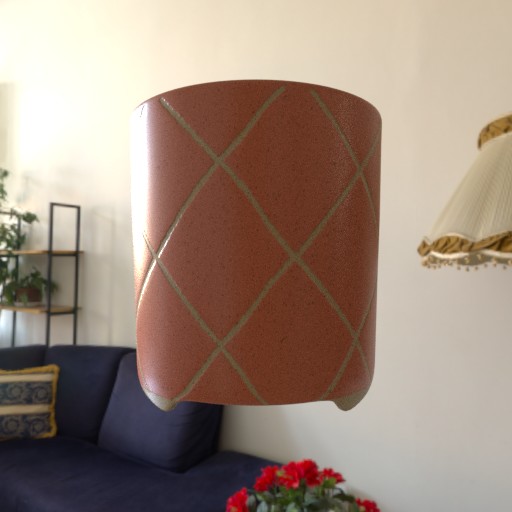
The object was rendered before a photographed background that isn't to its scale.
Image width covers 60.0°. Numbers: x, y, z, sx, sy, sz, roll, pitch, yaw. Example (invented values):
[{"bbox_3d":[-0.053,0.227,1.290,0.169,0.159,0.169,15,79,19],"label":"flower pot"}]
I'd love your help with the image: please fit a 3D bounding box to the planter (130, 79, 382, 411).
[{"bbox_3d":[0.000,0.000,0.346,0.191,0.200,0.191,0,-1,0],"label":"planter"}]
